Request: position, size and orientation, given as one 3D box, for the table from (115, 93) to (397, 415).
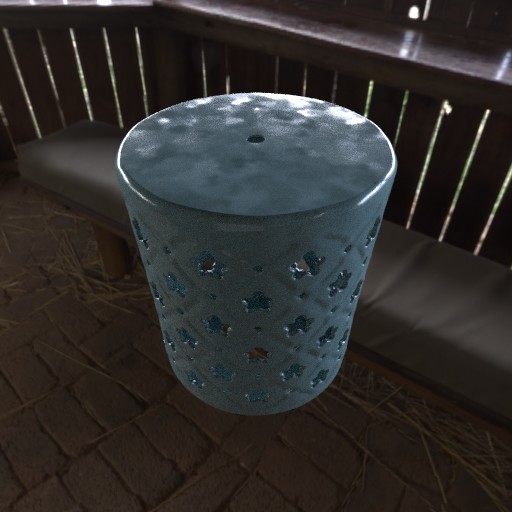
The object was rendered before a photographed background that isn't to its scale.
[{"bbox_3d":[0.000,0.000,0.683,0.352,0.387,0.352,0,40,0],"label":"table"}]
